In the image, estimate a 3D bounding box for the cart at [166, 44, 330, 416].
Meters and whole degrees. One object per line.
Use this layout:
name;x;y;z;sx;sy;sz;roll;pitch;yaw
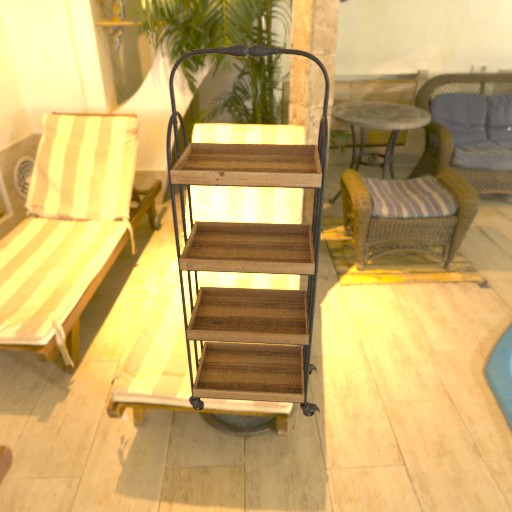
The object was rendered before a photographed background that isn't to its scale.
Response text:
cart;0.000;0.000;1.714;0.581;1.481;0.308;2;31;3
